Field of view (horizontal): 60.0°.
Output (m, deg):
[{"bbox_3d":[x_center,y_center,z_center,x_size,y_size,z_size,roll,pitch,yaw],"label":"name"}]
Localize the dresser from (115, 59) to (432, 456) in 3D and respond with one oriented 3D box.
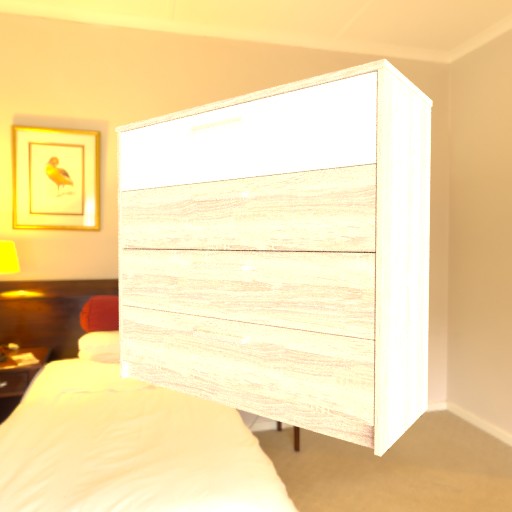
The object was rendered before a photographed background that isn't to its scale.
[{"bbox_3d":[0.000,0.000,1.429,0.980,0.900,0.380,1,2,37],"label":"dresser"}]
